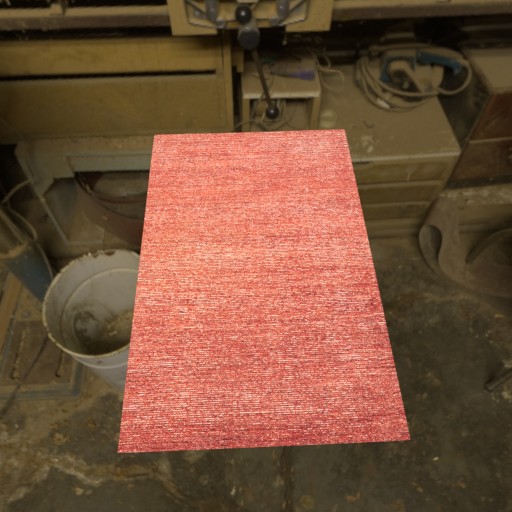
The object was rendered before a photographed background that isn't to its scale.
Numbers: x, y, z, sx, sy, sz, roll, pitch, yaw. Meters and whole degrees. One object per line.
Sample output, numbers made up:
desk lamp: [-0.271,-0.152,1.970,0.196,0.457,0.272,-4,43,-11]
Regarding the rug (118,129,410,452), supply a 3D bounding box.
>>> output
rug: [0.000,0.000,2.183,1.139,0.011,1.747,-2,58,-1]
